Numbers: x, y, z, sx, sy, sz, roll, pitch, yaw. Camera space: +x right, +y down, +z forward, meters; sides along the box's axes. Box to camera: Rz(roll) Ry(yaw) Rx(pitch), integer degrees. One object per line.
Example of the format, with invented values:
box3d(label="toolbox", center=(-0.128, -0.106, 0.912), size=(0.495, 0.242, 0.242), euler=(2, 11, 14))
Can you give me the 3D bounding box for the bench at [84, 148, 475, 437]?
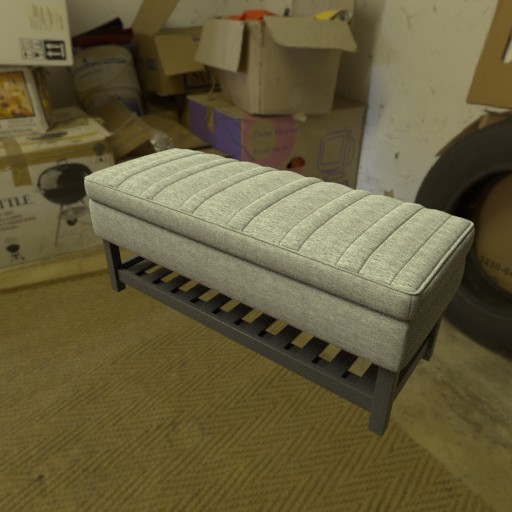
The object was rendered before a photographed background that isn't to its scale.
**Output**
box3d(label="bench", center=(0.000, 0.000, 1.348), size=(1.100, 0.470, 0.429), euler=(21, 36, 32))
